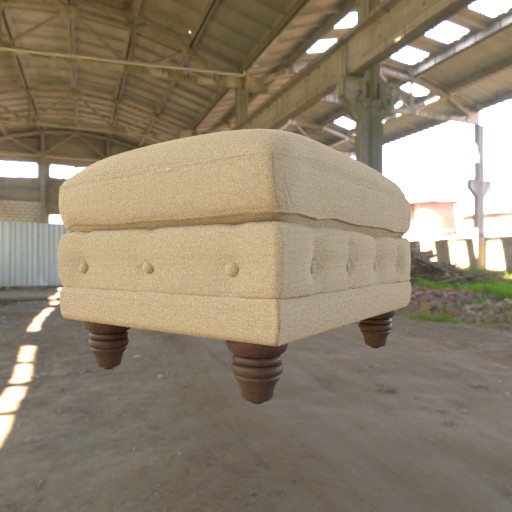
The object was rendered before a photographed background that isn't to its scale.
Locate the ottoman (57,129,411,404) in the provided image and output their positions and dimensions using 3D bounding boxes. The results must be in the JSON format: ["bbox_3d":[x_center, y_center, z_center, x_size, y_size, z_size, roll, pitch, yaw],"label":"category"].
[{"bbox_3d":[0.000,0.000,1.019,0.541,0.463,0.684,0,0,35],"label":"ottoman"}]
